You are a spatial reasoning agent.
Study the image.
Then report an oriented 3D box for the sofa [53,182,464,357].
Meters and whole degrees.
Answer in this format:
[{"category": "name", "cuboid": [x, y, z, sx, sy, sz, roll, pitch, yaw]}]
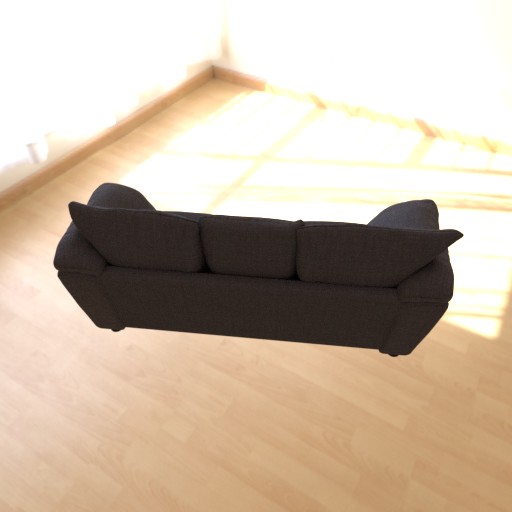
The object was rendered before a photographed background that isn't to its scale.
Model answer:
[{"category": "sofa", "cuboid": [0.000, 0.000, 2.902, 2.336, 1.080, 0.883, 4, 45, 4]}]
